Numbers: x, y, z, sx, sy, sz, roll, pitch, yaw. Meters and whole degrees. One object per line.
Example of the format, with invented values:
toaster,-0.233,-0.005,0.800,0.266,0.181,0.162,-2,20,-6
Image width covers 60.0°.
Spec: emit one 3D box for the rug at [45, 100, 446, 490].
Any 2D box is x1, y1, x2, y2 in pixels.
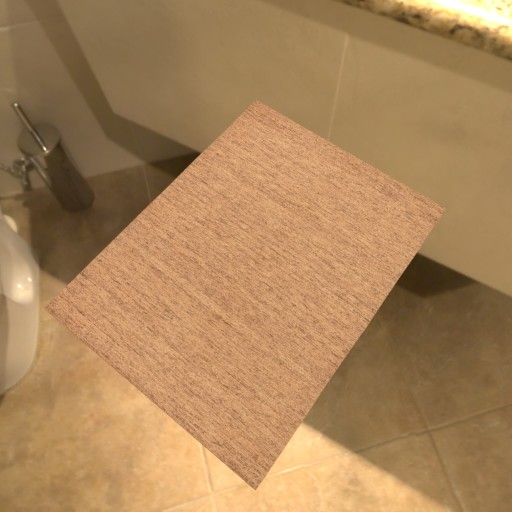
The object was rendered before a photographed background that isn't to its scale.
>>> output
rug,0.000,0.000,4.301,2.448,0.013,3.205,35,69,15
